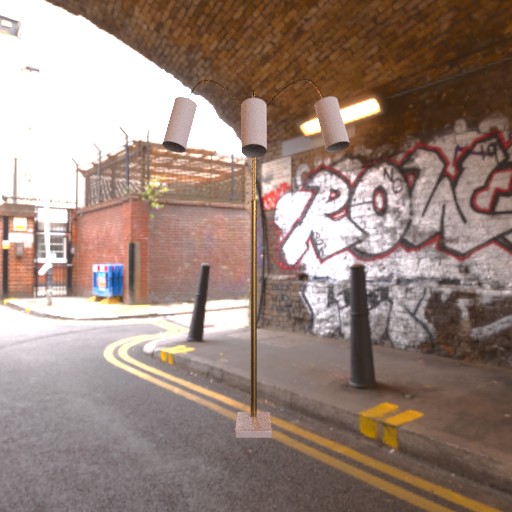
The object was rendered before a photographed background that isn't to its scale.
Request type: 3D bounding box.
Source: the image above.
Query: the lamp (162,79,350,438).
[{"bbox_3d":[0.000,0.000,2.507,1.020,2.055,0.667,0,-1,0],"label":"lamp"}]
